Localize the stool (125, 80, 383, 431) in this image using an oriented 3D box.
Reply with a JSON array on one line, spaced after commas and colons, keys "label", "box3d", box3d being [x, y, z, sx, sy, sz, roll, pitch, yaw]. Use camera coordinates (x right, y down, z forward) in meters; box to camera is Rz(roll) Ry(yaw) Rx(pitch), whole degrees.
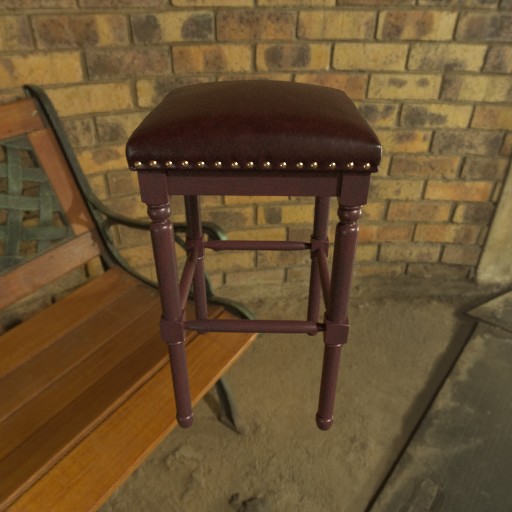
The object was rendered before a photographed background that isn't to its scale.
[{"label": "stool", "box3d": [0.000, 0.000, 0.962, 0.383, 0.702, 0.382, 1, 31, 1]}]
